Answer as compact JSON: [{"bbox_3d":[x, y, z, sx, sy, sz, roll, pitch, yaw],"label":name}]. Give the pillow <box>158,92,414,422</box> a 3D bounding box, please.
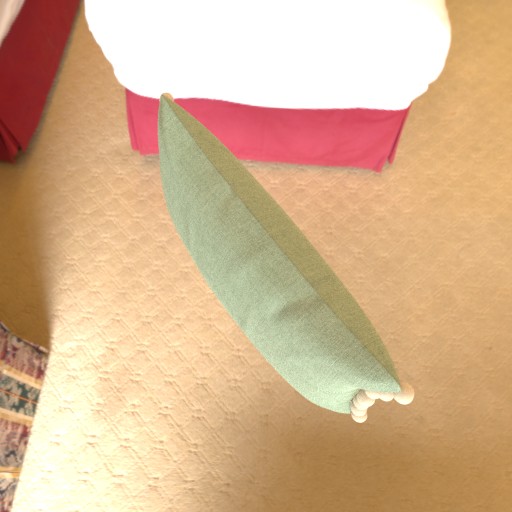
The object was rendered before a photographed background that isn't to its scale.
[{"bbox_3d":[0.000,0.000,0.841,0.201,0.322,0.709,-31,67,-15],"label":"pillow"}]
